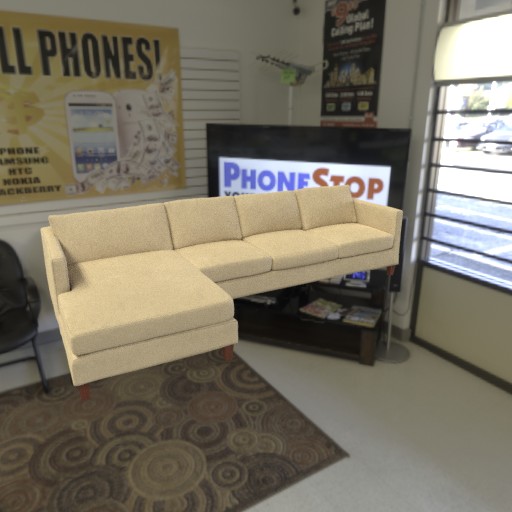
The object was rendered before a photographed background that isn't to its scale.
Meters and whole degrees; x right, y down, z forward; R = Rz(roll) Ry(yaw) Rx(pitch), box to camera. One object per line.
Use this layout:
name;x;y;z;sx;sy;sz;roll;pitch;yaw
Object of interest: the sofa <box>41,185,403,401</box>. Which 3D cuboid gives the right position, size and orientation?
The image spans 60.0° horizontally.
sofa;0.000;0.000;3.775;3.186;0.846;1.625;-10;20;-27
